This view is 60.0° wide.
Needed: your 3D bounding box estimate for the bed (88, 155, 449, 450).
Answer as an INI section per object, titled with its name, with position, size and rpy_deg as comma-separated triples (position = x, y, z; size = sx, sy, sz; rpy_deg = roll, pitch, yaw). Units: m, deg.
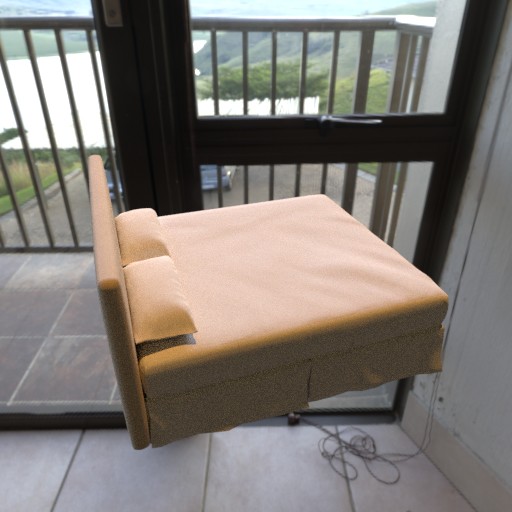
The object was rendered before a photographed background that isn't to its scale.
[bed]
position = 0.000, 0.000, 3.544
size = 2.319, 1.317, 2.119
rpy_deg = -10, 32, -16
